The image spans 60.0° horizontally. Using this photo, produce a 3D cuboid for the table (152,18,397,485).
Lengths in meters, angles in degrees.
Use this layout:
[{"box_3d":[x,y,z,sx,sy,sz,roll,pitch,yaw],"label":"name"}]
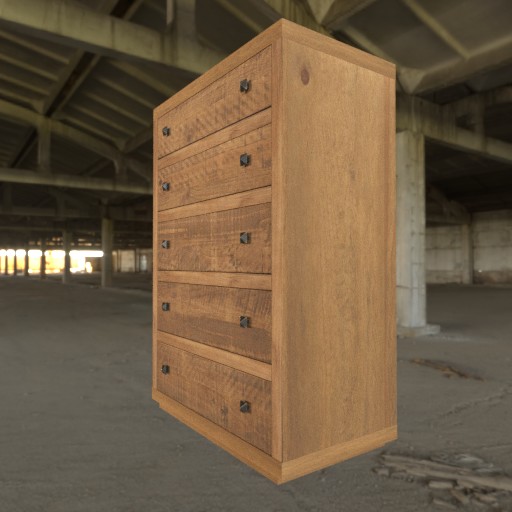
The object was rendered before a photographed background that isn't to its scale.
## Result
[{"box_3d":[0.000,0.000,1.710,0.524,1.294,0.901,1,-1,-36],"label":"table"}]
